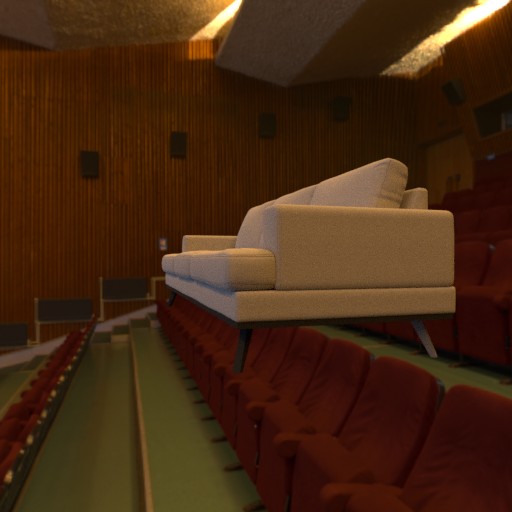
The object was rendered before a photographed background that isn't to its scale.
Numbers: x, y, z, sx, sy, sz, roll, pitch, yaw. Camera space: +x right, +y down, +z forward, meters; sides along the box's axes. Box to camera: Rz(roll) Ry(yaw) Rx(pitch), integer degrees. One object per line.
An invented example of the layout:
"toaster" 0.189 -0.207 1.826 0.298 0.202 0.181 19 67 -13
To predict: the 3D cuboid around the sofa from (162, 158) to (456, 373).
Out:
"sofa" 0.000 0.000 2.680 0.920 0.810 2.310 0 0 -17
